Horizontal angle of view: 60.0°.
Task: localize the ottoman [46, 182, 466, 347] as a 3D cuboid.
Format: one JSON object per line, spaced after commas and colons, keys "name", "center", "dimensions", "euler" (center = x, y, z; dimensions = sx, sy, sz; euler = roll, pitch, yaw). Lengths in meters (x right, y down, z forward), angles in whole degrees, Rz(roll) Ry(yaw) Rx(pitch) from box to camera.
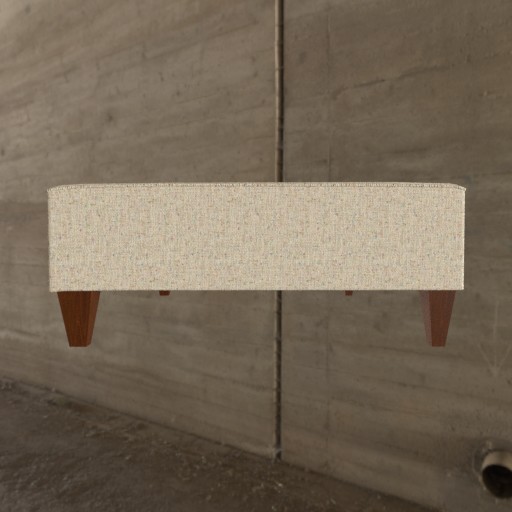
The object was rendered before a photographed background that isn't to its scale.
{"name": "ottoman", "center": [0.000, 0.000, 1.190], "dimensions": [0.736, 0.303, 0.835], "euler": [0, 2, 0]}
